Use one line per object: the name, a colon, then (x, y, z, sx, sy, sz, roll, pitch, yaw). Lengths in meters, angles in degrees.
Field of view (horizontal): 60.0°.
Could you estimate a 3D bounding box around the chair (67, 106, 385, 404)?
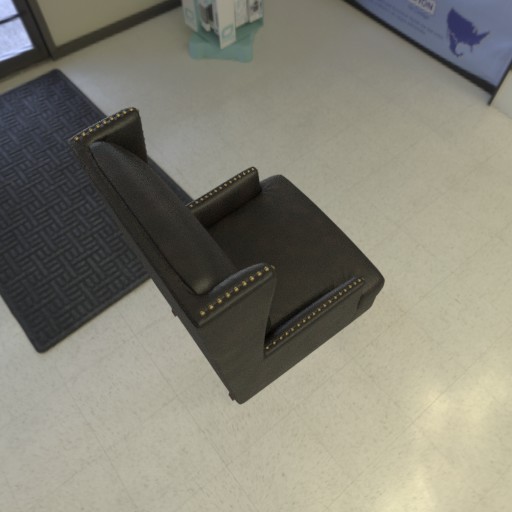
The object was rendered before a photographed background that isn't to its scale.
chair: (0.000, 0.000, 1.656, 0.799, 1.142, 0.703, -32, 64, -18)
